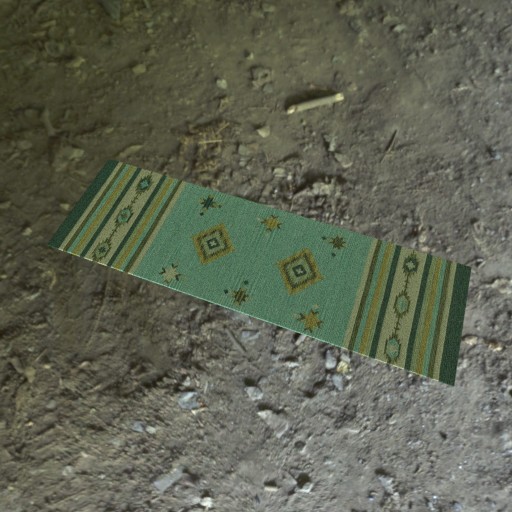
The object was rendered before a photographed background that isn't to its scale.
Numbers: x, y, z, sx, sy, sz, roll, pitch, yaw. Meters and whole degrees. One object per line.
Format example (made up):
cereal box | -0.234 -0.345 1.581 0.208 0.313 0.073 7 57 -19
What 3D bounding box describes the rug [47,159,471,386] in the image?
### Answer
rug | 0.000 0.000 2.662 2.441 0.010 0.744 18 61 10
